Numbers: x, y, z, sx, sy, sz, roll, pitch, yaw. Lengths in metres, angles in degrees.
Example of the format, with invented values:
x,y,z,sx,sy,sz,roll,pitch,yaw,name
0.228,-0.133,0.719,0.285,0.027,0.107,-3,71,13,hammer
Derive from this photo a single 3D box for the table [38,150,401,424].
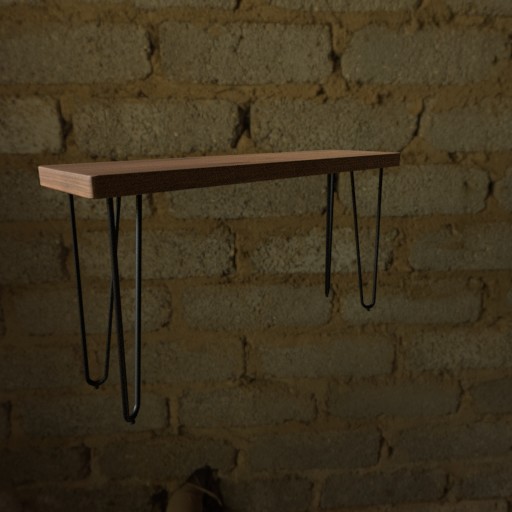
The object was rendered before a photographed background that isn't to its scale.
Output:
x,y,z,sx,sy,sz,roll,pitch,yaw,name
0.000,0.000,1.927,1.570,0.834,0.425,-15,22,-41,table
